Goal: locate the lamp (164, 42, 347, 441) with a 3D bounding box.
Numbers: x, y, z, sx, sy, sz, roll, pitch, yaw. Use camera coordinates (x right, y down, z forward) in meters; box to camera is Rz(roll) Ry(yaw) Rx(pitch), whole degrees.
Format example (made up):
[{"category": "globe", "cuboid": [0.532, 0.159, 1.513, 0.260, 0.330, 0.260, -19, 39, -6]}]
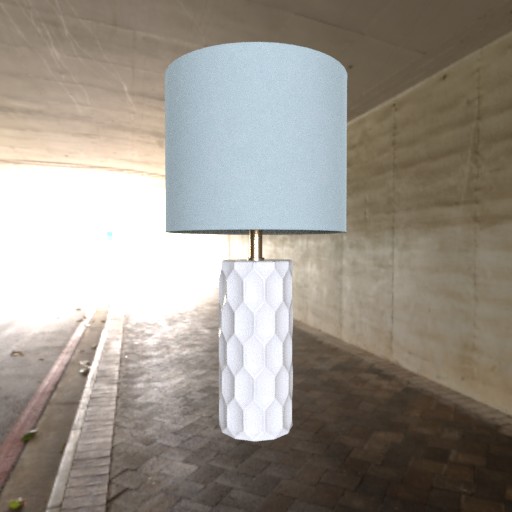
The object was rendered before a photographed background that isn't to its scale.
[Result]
[{"category": "lamp", "cuboid": [0.000, 0.000, 0.690, 0.277, 0.534, 0.277, 0, 1, 17]}]
